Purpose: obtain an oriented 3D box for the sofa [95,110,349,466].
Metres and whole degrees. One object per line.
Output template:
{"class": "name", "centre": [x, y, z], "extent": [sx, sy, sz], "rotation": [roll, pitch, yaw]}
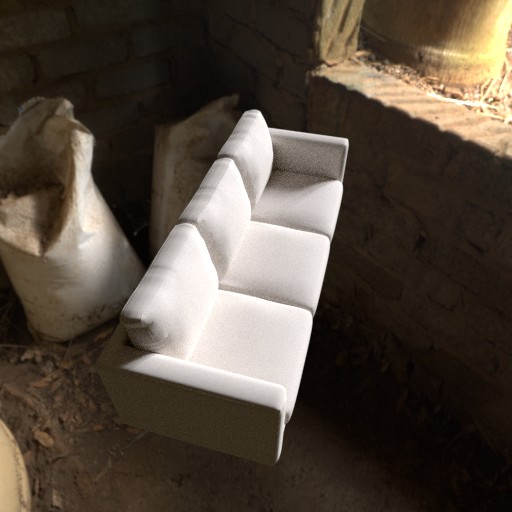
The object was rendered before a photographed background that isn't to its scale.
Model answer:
{"class": "sofa", "centre": [0.000, 0.000, 2.559], "extent": [0.802, 0.912, 2.029], "rotation": [11, 46, 11]}
